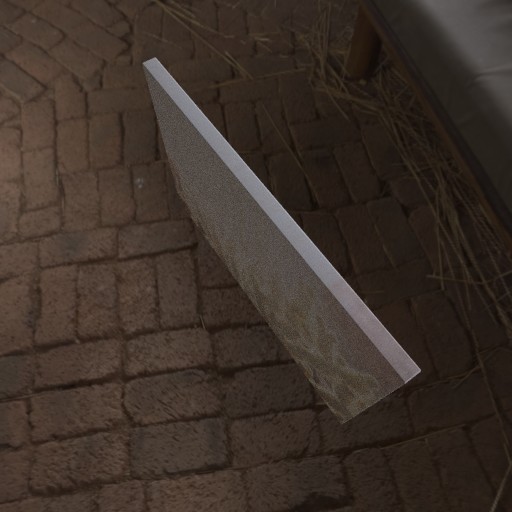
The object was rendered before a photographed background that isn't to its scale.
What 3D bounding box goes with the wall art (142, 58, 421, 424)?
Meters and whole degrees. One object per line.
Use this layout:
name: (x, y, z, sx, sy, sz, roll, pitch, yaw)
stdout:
wall art: (0.000, 0.000, 1.173, 0.040, 0.608, 0.916, -32, 67, -15)
